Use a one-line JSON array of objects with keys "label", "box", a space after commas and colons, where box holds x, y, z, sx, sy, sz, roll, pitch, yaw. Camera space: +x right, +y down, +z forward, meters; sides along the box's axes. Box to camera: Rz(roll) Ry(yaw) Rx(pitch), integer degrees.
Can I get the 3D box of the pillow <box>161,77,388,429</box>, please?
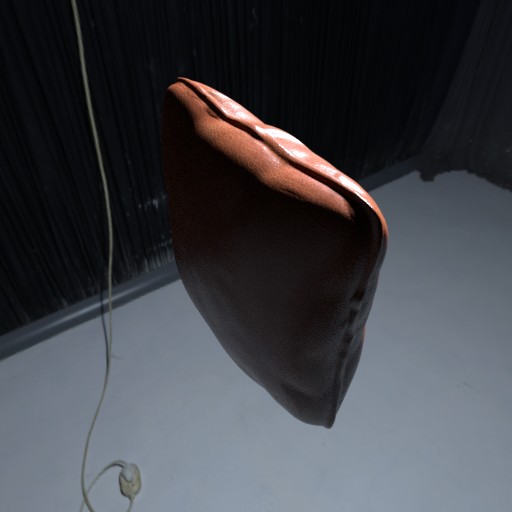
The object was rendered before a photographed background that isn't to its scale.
[{"label": "pillow", "box": [0.000, 0.000, 0.820, 0.236, 0.523, 0.532, -24, 47, -24]}]
